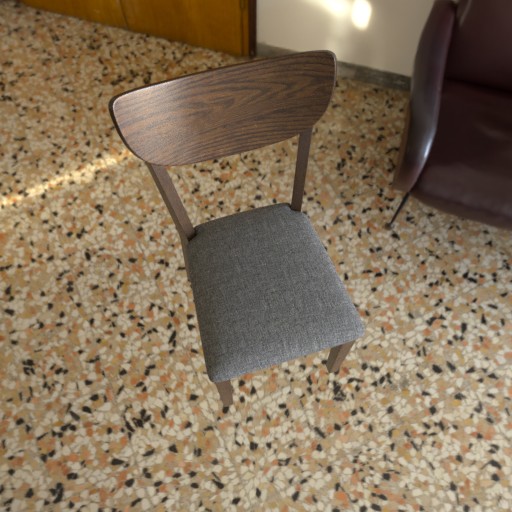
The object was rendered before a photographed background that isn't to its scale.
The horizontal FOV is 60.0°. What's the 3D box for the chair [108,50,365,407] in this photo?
[{"bbox_3d":[0.000,0.000,1.198,0.491,0.849,0.583,-15,65,-7],"label":"chair"}]
